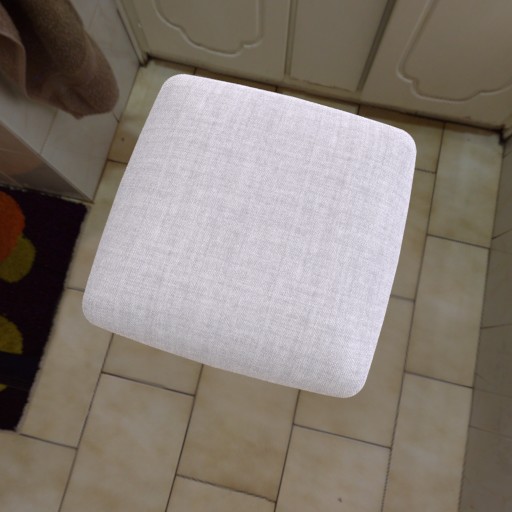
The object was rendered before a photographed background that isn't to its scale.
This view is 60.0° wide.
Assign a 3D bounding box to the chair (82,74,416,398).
[{"bbox_3d":[0.000,0.000,0.707,0.350,0.440,0.350,16,78,4],"label":"chair"}]
